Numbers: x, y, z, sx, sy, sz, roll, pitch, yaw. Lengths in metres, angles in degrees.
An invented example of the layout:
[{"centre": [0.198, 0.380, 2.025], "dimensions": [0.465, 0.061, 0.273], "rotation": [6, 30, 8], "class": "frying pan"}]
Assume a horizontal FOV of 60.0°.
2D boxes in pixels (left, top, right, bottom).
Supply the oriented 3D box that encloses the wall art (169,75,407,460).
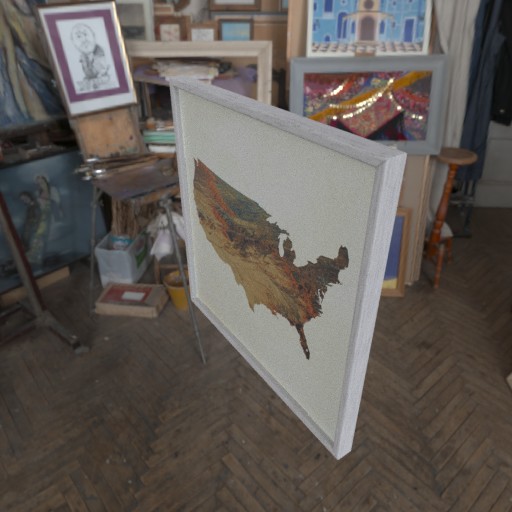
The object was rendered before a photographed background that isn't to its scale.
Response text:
[{"centre": [0.000, 0.000, 1.933], "dimensions": [0.078, 1.288, 1.287], "rotation": [-20, 38, -29], "class": "wall art"}]
